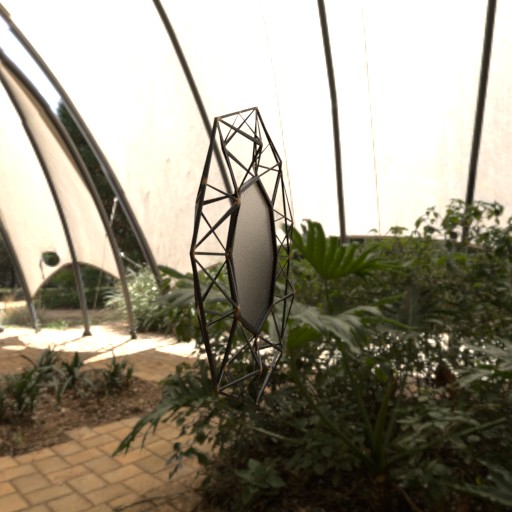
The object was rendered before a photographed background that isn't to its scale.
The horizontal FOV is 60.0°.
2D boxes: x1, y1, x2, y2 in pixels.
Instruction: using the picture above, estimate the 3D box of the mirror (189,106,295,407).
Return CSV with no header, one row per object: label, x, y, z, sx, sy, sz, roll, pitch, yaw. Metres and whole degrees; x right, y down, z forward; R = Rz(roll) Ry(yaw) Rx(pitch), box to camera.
mirror,0.000,0.000,1.048,0.094,0.710,0.710,0,-1,17
